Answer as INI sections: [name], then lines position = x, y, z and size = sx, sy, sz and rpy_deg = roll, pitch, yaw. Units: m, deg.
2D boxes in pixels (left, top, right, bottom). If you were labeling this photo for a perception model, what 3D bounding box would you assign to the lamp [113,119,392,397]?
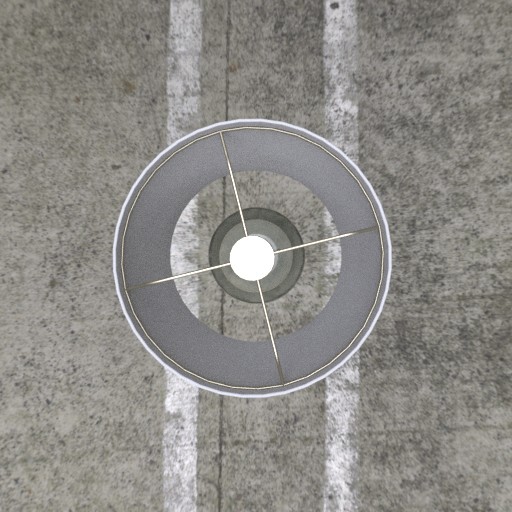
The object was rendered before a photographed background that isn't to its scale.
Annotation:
[lamp]
position = 0.000, 0.000, 0.561
size = 0.211, 0.455, 0.211
rpy_deg = 0, 90, 1
